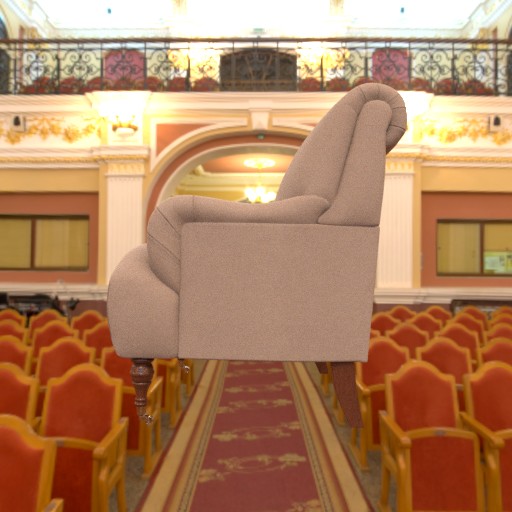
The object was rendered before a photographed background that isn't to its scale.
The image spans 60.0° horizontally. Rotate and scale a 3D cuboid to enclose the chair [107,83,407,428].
[{"bbox_3d":[0.000,0.000,1.531,0.842,0.942,0.766,0,-2,1],"label":"chair"}]
